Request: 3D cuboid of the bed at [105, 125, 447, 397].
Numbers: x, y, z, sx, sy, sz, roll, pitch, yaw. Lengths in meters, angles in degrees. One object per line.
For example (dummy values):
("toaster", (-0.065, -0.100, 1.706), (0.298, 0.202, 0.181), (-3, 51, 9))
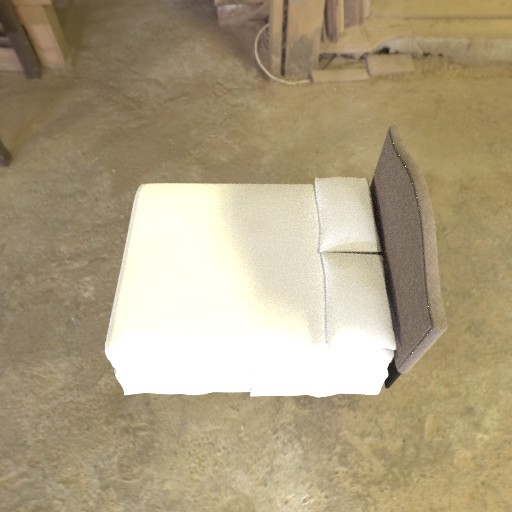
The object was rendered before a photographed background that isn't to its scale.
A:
("bed", (0.000, 0.000, 3.354), (2.153, 1.518, 1.713), (0, 57, 0))
